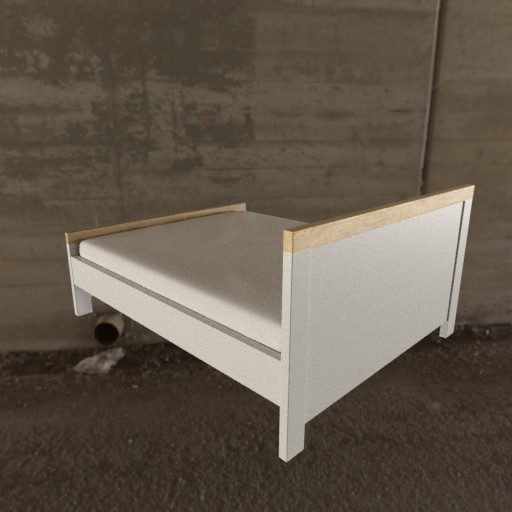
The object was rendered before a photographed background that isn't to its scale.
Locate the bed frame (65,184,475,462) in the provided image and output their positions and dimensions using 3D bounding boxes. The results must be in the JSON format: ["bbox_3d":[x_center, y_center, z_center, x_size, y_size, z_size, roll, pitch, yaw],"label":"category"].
[{"bbox_3d":[0.000,0.000,2.941,1.670,0.980,2.050,-16,23,-42],"label":"bed frame"}]
